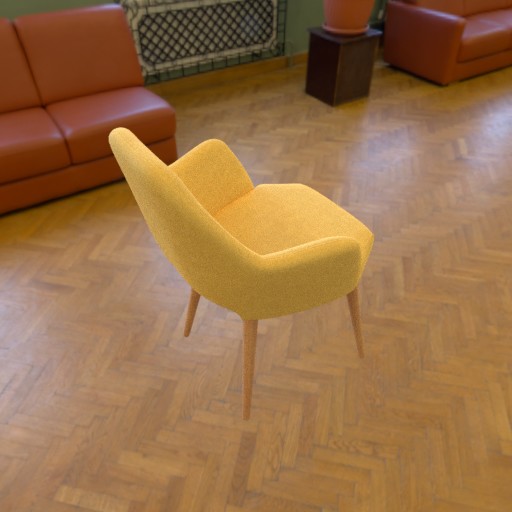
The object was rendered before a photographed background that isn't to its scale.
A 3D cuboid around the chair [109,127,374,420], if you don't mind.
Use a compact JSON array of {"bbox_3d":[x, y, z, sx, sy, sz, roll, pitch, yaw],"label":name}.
[{"bbox_3d":[0.000,0.000,1.237,0.610,0.840,0.590,-25,47,-25],"label":"chair"}]
